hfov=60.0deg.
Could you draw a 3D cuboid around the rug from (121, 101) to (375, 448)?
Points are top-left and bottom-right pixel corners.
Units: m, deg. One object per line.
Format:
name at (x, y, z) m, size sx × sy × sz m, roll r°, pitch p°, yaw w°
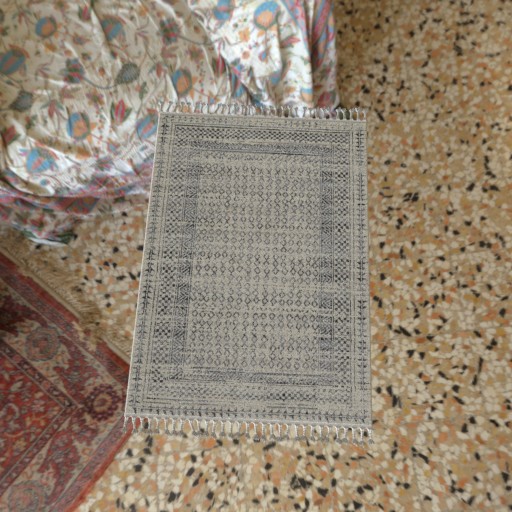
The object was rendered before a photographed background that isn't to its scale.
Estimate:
rug at (0.000, 0.000, 2.387) m, size 1.243 × 0.013 × 1.872 m, roll 3°, pitch 75°, yaw 1°
